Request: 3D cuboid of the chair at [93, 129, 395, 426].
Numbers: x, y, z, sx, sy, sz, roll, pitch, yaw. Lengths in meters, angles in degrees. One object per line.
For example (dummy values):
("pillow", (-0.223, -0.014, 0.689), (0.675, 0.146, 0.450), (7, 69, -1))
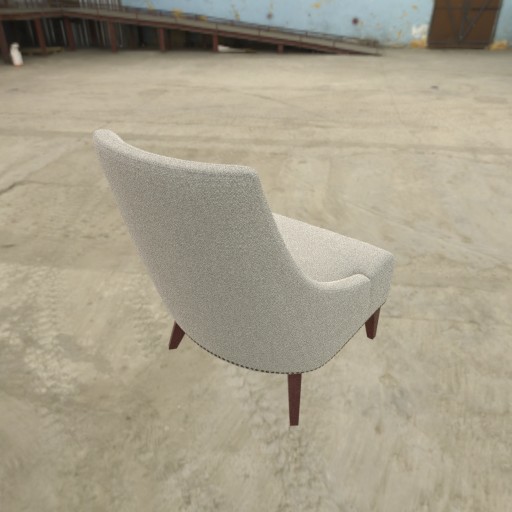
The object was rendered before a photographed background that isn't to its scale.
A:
("chair", (0.000, 0.000, 1.502), (0.701, 0.909, 0.861), (22, 37, 33))
